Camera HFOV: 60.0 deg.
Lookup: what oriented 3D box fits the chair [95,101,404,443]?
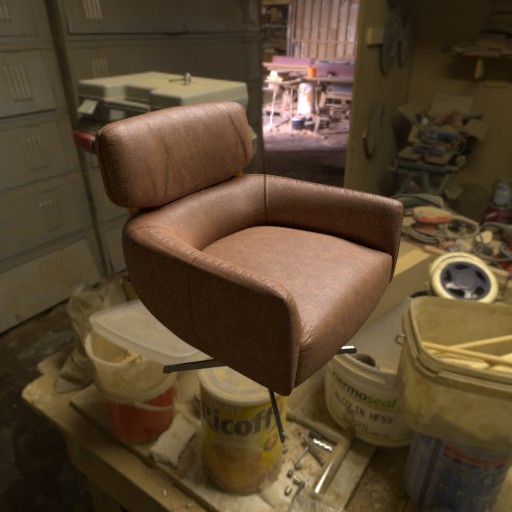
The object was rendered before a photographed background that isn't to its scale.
[{"bbox_3d":[0.000,0.000,1.351,0.715,0.812,0.706,19,33,31],"label":"chair"}]
